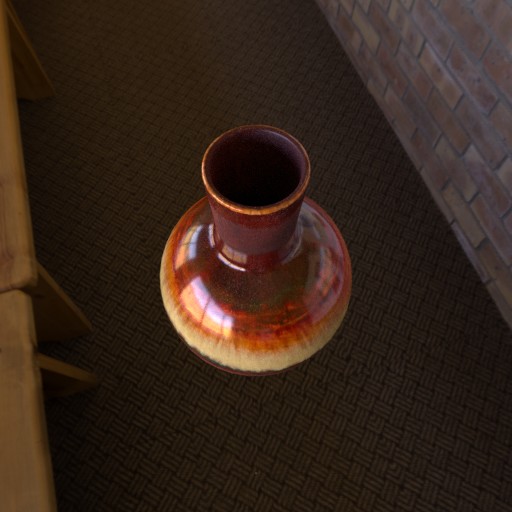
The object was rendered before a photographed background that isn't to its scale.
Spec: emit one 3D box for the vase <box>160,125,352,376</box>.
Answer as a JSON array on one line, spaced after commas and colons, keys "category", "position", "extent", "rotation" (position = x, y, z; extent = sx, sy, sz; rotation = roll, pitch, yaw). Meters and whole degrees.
[{"category": "vase", "position": [0.000, 0.000, 0.235], "extent": [0.111, 0.154, 0.111], "rotation": [0, 64, 0]}]
